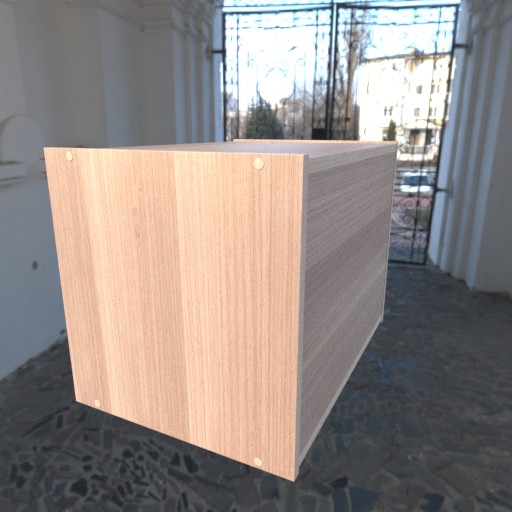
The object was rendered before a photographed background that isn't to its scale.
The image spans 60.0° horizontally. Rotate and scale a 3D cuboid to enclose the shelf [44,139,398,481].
[{"bbox_3d":[0.000,0.000,0.621,0.290,0.305,0.415,8,18,26],"label":"shelf"}]
